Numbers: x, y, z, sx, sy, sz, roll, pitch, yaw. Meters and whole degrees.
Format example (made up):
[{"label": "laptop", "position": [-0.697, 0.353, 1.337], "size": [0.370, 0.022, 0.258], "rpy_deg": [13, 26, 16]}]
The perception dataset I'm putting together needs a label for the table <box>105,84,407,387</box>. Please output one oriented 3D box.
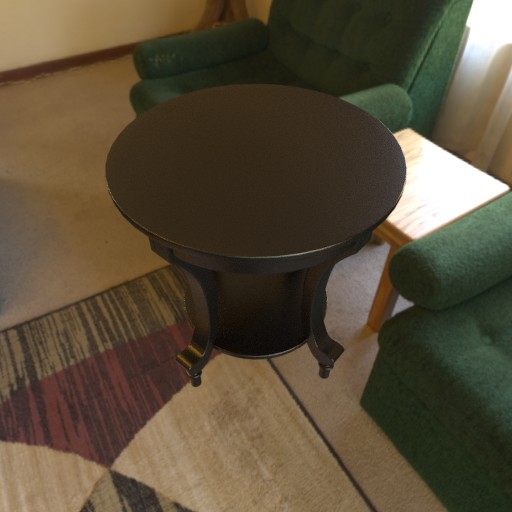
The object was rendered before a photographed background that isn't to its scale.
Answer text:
[{"label": "table", "position": [0.000, 0.000, 1.120], "size": [0.597, 0.618, 0.597], "rpy_deg": [0, 46, 0]}]
